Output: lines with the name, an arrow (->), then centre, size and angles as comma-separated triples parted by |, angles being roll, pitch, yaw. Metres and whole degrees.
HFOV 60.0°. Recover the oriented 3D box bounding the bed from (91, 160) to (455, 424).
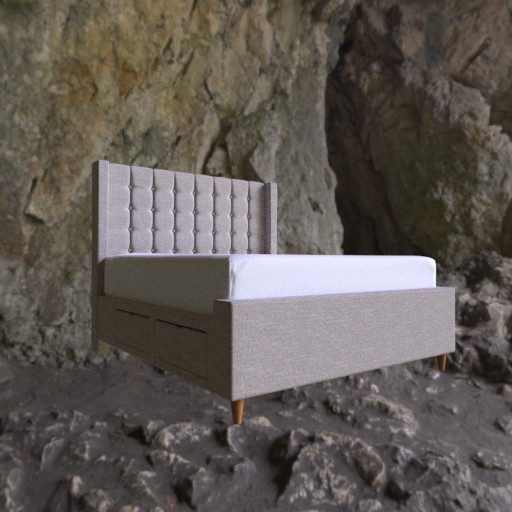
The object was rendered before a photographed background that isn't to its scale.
bed -> 0.000, 0.000, 3.740 | 2.044, 1.748, 2.372 | 0, -1, -36
